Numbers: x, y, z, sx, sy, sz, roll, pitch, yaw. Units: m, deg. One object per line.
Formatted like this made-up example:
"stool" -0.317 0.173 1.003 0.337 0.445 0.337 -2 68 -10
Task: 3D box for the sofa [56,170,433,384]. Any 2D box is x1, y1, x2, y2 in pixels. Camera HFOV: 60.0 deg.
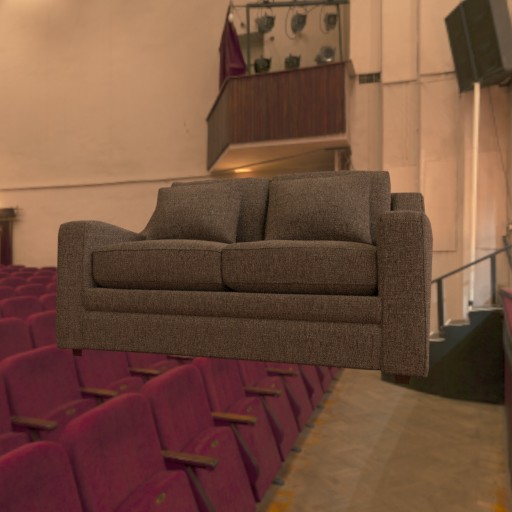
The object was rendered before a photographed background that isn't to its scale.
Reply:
"sofa" 0.000 0.000 2.415 1.778 0.991 1.120 0 0 19
